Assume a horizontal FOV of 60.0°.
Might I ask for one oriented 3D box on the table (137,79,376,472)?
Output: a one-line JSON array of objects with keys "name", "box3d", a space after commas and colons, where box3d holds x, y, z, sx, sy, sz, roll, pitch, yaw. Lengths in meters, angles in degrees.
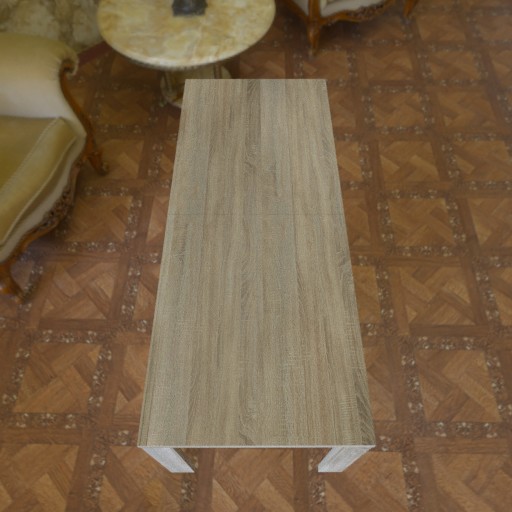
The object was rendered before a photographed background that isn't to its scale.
[{"name": "table", "box3d": [0.000, 0.000, 2.591, 0.900, 0.790, 2.200, 0, 57, 0]}]
